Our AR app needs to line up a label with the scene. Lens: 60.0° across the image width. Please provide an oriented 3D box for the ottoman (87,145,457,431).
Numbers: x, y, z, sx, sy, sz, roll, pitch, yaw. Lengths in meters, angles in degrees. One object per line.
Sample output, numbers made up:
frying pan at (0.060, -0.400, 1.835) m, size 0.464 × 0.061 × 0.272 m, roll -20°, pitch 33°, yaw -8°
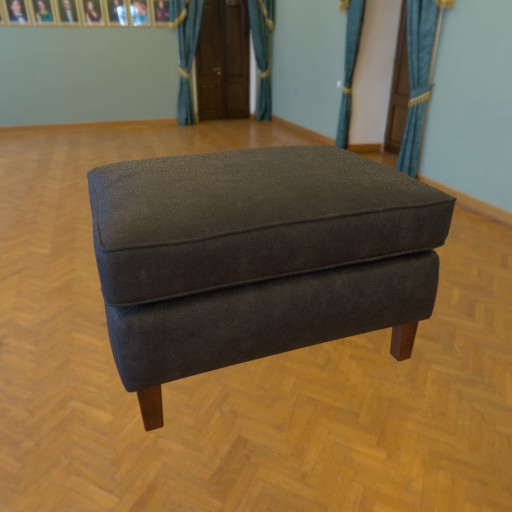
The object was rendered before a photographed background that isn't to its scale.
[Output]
ottoman at (0.000, 0.000, 0.994) m, size 0.665 × 0.413 × 0.501 m, roll -9°, pitch 28°, yaw -18°
